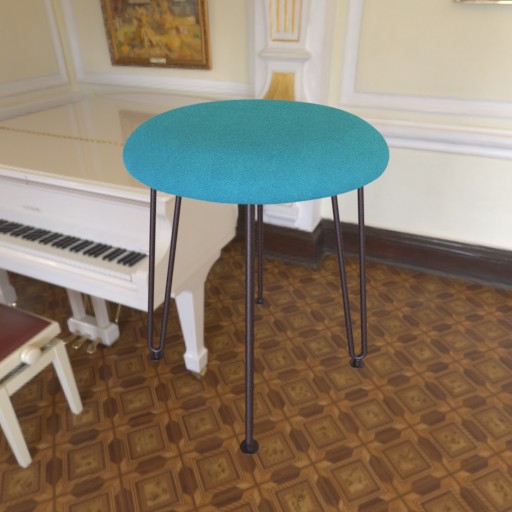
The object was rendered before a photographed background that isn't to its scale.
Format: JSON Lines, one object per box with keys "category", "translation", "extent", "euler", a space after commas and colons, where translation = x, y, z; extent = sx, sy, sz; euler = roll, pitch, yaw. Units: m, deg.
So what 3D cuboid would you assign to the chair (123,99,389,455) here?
{"category": "chair", "translation": [0.000, 0.000, 0.686], "extent": [0.350, 0.430, 0.350], "euler": [20, 35, 31]}
